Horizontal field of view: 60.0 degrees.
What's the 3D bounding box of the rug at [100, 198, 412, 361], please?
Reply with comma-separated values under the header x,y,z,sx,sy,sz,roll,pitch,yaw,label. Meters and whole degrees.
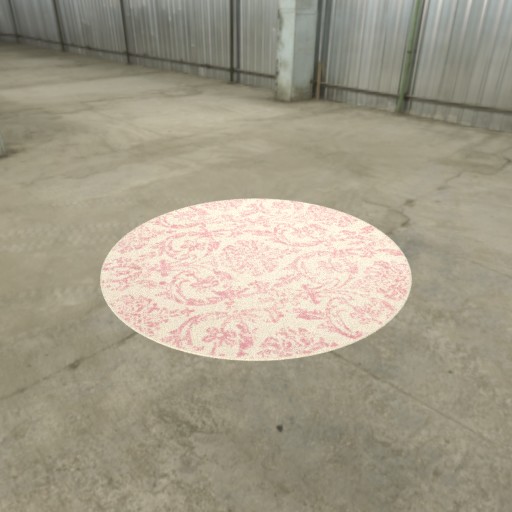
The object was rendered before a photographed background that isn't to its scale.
x,y,z,sx,sy,sz,roll,pitch,yaw,label
0.000,0.000,2.369,1.593,0.012,1.593,0,30,0,rug
